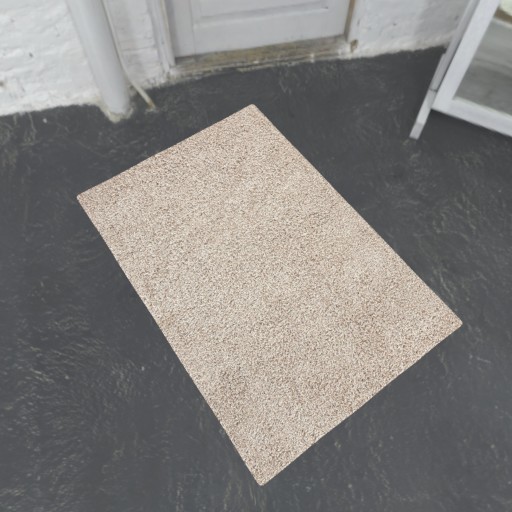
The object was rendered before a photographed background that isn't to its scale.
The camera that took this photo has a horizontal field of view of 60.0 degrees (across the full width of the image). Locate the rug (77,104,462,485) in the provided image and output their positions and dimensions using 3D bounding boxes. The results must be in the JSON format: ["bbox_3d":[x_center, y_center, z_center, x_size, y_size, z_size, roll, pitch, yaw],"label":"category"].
[{"bbox_3d":[0.000,0.000,2.328,1.219,0.030,1.778,-32,68,-15],"label":"rug"}]
